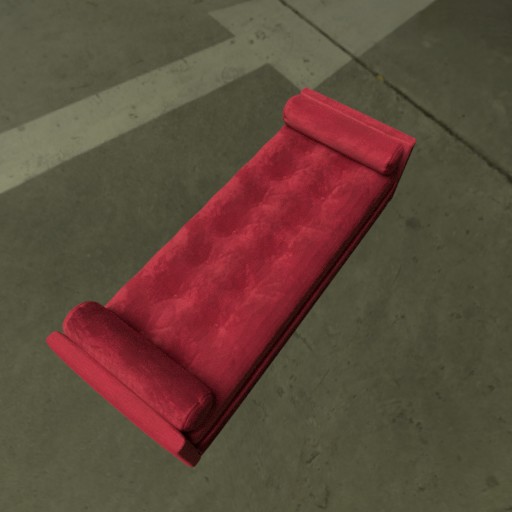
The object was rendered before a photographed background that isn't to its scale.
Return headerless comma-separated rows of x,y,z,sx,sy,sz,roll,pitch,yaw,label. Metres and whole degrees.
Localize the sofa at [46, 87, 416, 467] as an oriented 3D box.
0.000,0.000,2.491,0.796,0.705,2.102,32,64,18,sofa
